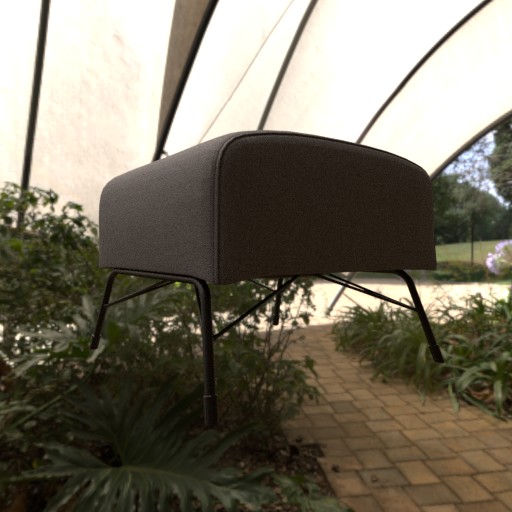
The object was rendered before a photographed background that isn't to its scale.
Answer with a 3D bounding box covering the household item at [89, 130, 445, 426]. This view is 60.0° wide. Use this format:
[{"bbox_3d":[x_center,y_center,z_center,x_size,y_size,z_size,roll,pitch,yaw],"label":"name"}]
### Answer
[{"bbox_3d":[0.000,0.000,0.914,0.530,0.410,0.530,-1,1,-36],"label":"household item"}]
